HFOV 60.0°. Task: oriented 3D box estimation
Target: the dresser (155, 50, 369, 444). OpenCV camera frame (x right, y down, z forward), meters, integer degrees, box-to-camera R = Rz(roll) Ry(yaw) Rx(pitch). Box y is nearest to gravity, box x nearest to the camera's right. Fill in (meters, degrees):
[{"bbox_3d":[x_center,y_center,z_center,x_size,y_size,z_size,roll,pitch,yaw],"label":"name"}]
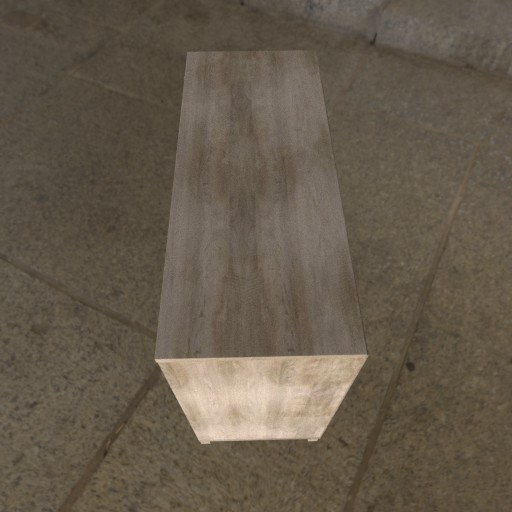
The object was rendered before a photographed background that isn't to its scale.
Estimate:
[{"bbox_3d":[0.000,0.000,1.448,0.404,0.816,0.994,-1,57,-1],"label":"dresser"}]
